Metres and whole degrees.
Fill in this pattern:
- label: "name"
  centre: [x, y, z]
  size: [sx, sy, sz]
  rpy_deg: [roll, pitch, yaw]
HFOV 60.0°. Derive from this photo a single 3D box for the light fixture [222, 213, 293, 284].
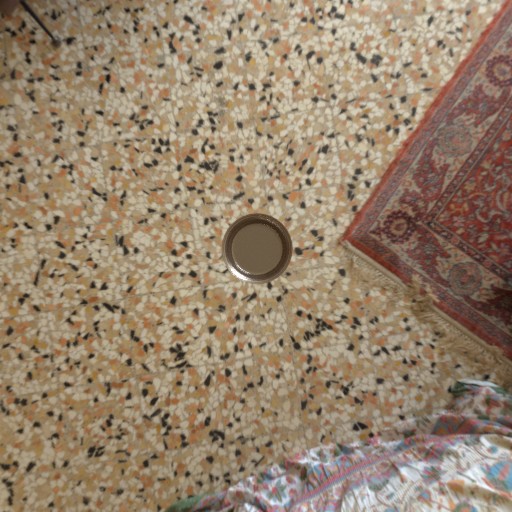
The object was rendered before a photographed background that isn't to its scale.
- label: "light fixture"
  centre: [0.000, 0.000, 1.494]
  size: [0.211, 1.367, 0.217]
  rpy_deg: [0, 89, 0]
